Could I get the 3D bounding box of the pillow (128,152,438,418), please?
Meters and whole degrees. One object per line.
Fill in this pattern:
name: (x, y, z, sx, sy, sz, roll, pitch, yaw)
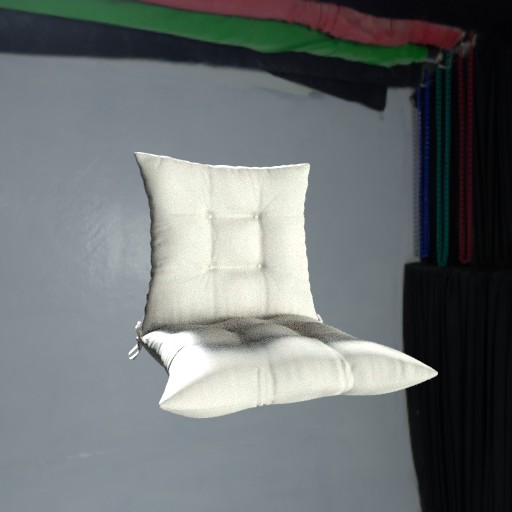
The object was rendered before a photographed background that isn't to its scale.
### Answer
pillow: (0.000, 0.000, 0.999, 0.541, 0.536, 0.585, 0, 1, -19)
